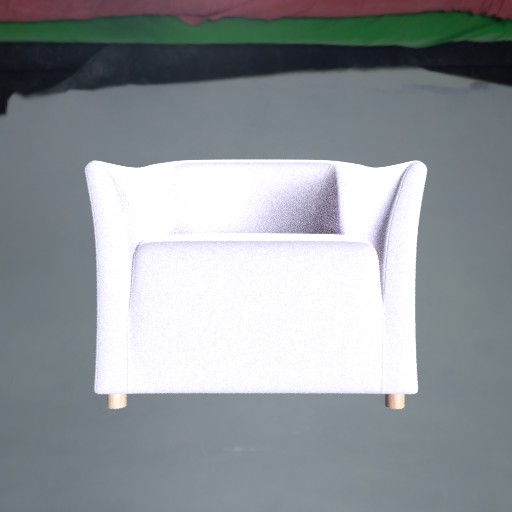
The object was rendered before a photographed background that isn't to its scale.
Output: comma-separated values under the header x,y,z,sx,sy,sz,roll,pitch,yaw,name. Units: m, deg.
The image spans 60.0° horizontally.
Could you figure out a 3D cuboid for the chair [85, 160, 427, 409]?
x,y,z,sx,sy,sz,roll,pitch,yaw,name
0.000,0.000,1.353,0.790,0.720,0.700,0,0,0,chair
